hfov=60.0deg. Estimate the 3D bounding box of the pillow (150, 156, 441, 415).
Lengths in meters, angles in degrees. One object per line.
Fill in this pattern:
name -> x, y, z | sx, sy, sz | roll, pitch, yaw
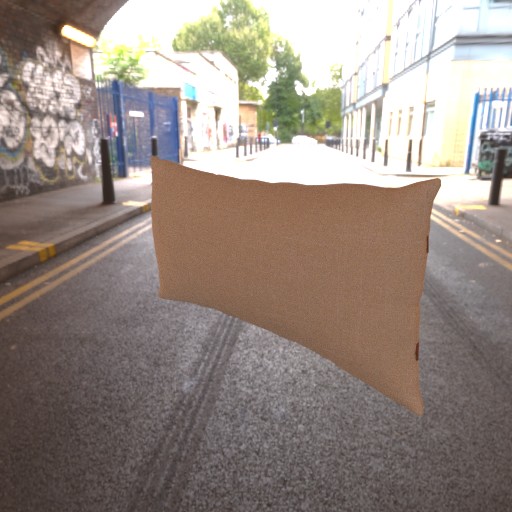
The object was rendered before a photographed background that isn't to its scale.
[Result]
pillow -> 0.000, 0.000, 0.740 | 0.148, 0.308, 0.612 | -15, 21, -43
